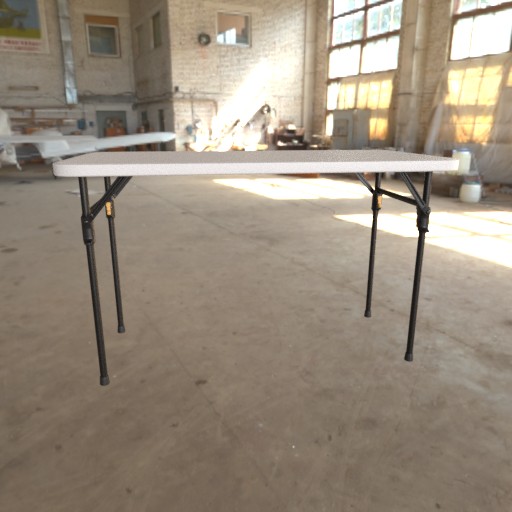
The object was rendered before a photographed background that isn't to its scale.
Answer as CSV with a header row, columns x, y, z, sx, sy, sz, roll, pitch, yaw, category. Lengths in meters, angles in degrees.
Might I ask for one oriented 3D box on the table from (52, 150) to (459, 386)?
x,y,z,sx,sy,sz,roll,pitch,yaw,category
0.000,0.000,1.642,1.219,0.729,0.610,-2,16,-8,table
